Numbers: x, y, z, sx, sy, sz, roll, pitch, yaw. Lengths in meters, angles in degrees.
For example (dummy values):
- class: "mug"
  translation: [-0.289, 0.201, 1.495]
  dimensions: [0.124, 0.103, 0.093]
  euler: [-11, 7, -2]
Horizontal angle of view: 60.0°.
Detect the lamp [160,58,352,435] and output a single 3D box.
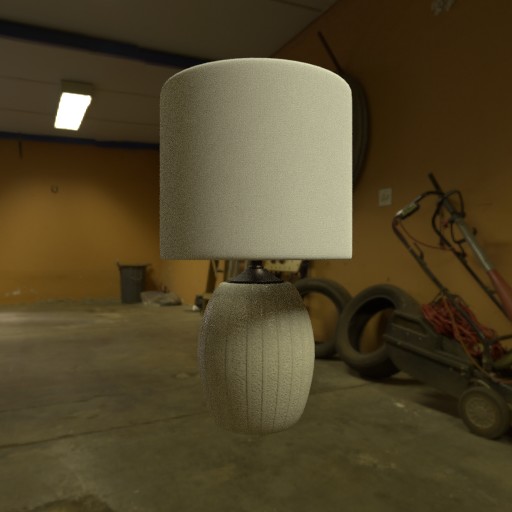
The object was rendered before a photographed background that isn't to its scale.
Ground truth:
- class: "lamp"
  translation: [0.000, 0.000, 0.776]
  dimensions: [0.329, 0.570, 0.329]
  euler: [0, 0, 18]
